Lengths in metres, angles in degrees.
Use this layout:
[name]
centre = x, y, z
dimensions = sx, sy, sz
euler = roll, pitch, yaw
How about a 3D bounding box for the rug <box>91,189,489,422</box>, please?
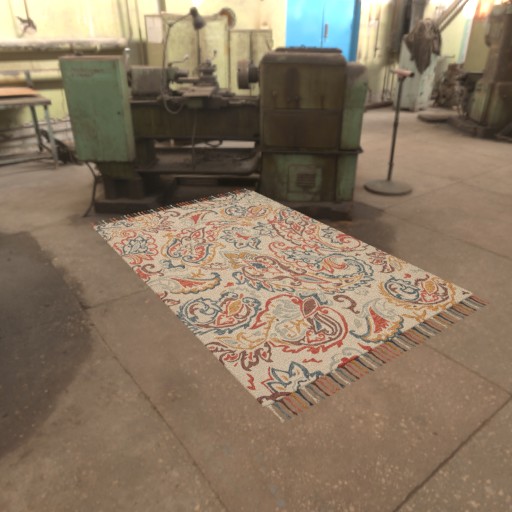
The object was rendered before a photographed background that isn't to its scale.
[rug]
centre = 0.000, 0.000, 2.433
dimensions = 1.218, 0.010, 1.997
euler = -18, 32, -31
